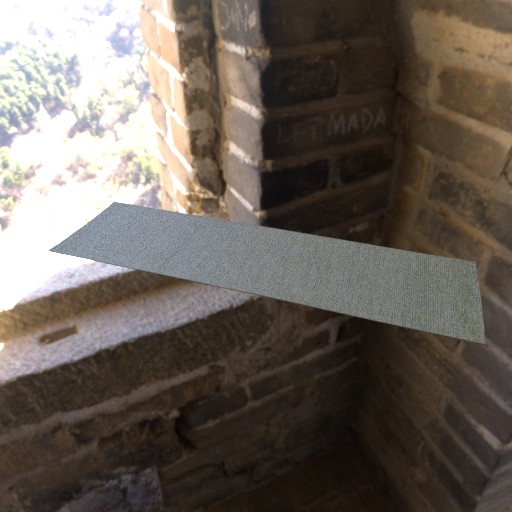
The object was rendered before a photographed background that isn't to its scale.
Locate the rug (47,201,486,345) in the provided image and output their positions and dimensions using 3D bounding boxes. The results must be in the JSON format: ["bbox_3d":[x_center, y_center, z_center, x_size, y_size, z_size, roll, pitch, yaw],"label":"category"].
[{"bbox_3d":[0.000,0.000,2.500,2.340,0.013,0.686,11,34,16],"label":"rug"}]
